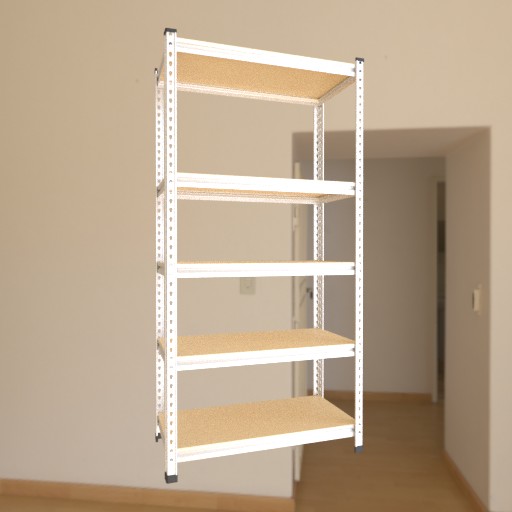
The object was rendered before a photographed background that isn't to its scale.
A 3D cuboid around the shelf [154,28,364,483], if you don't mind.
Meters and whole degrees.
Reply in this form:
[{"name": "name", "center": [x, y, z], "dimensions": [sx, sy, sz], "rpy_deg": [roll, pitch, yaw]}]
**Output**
[{"name": "shelf", "center": [0.000, 0.000, 2.135], "dimensions": [0.914, 1.829, 0.457], "rpy_deg": [0, 1, -18]}]
